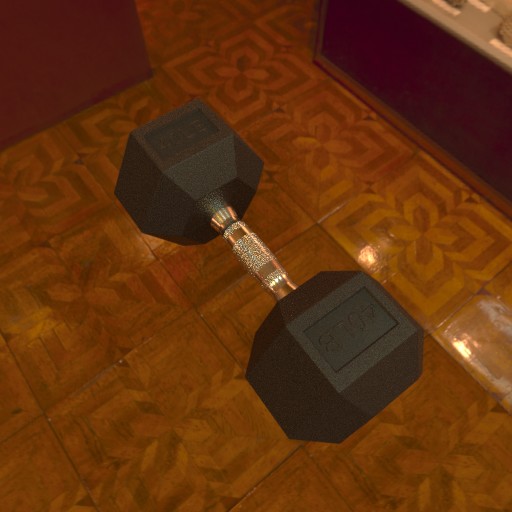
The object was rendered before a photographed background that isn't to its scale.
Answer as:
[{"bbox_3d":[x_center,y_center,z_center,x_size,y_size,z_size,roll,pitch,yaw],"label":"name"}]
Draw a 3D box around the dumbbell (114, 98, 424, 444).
[{"bbox_3d":[0.000,0.000,0.443,0.157,0.137,0.361,-33,66,-16],"label":"dumbbell"}]
